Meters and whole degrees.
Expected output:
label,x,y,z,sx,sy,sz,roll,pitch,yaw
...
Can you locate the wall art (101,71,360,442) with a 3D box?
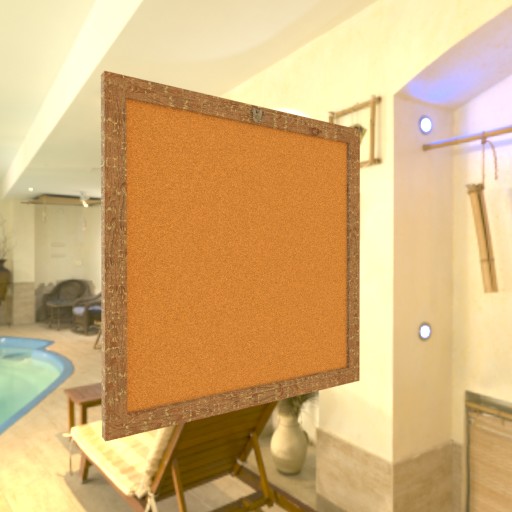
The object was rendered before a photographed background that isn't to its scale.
label,x,y,z,sx,sy,sz,roll,pitch,yaw
wall art,0.000,0.000,0.564,0.380,0.380,0.022,0,0,-35
